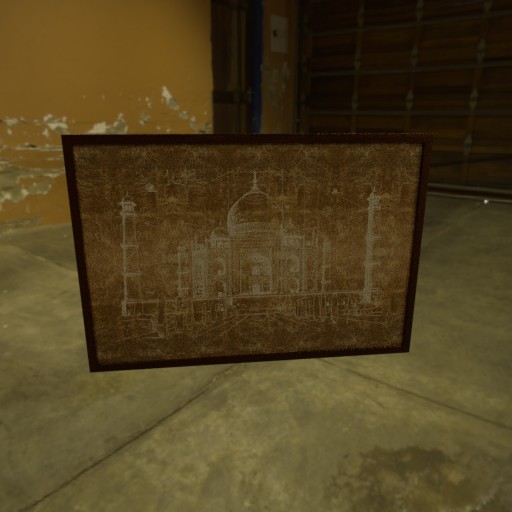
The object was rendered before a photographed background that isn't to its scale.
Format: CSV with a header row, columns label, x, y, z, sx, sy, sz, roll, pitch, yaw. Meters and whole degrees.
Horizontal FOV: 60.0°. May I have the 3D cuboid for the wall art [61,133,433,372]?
label,x,y,z,sx,sy,sz,roll,pitch,yaw
wall art,0.000,0.000,1.052,0.816,0.559,0.014,-2,17,-7
